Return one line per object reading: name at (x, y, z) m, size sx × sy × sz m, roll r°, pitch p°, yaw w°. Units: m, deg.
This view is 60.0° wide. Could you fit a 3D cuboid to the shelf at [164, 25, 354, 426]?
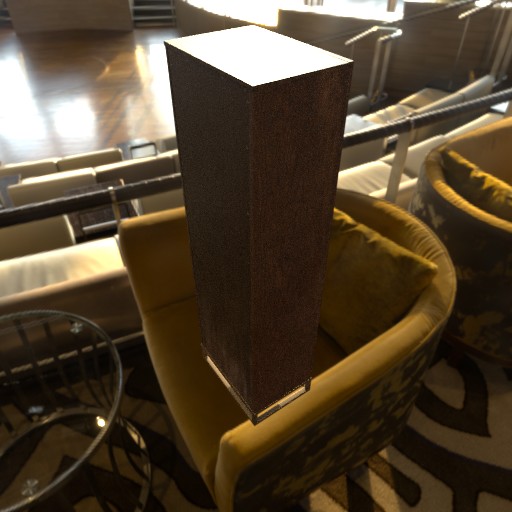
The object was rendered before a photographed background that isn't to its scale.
shelf at (0.000, 0.000, 1.981) m, size 0.395 × 1.732 × 0.539 m, roll -24°, pitch 46°, yaw -26°
